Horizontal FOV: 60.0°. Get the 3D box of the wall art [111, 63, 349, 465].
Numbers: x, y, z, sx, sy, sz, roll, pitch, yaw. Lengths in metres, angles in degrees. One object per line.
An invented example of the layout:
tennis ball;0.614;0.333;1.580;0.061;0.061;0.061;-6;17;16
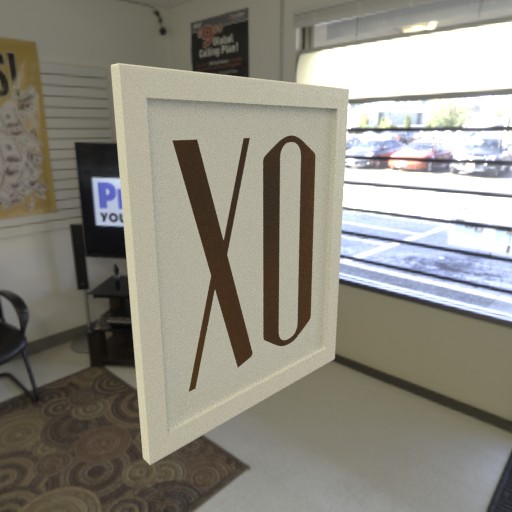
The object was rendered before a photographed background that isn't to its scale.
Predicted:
wall art;0.000;0.000;0.721;0.444;0.536;0.020;-15;21;-42
